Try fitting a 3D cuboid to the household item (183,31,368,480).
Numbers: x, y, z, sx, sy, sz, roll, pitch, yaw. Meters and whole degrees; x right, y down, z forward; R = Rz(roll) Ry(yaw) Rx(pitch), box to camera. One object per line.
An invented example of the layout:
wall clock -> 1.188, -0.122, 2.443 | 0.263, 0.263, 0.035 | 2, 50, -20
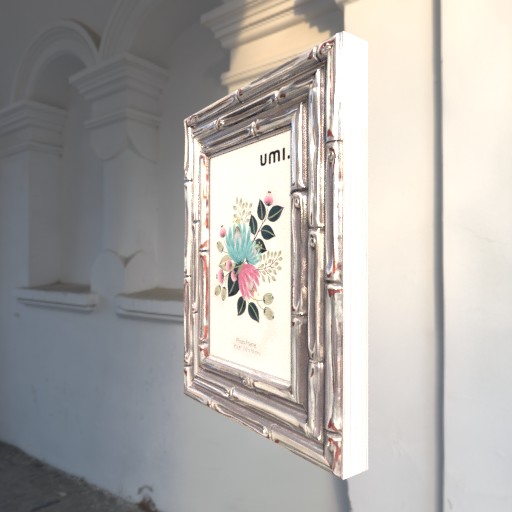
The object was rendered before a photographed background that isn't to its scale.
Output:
household item -> 0.000, 0.000, 0.284 | 0.025, 0.216, 0.165 | 0, -1, -36
